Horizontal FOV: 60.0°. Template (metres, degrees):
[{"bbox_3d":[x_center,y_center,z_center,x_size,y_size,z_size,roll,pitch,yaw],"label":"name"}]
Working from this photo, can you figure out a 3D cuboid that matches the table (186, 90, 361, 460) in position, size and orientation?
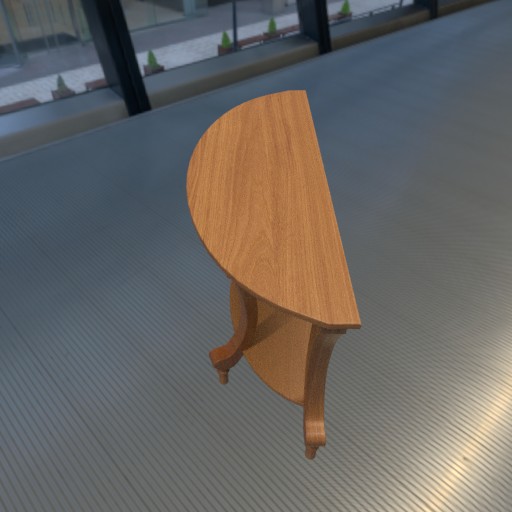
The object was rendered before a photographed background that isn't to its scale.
[{"bbox_3d":[0.000,0.000,1.519,0.394,0.692,1.198,0,41,0],"label":"table"}]
